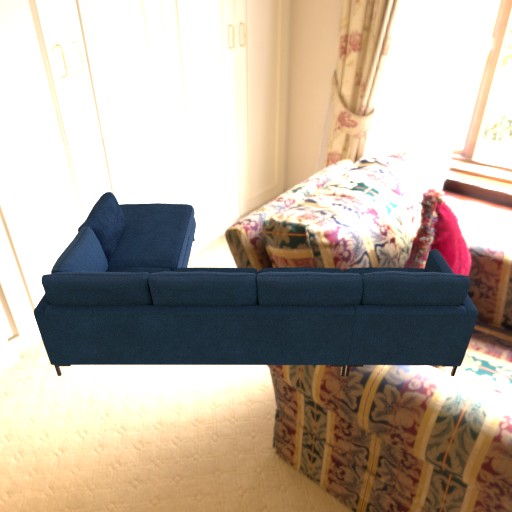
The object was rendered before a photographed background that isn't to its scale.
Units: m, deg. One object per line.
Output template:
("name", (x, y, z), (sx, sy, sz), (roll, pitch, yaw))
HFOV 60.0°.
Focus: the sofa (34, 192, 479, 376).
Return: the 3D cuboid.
("sofa", (0.000, 0.000, 3.209), (2.486, 0.687, 1.707), (0, 32, 0))
